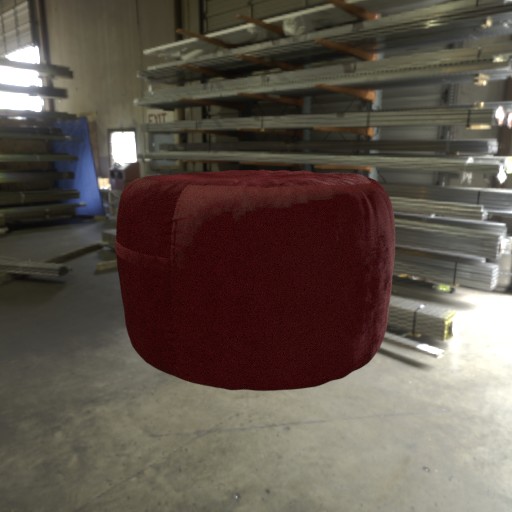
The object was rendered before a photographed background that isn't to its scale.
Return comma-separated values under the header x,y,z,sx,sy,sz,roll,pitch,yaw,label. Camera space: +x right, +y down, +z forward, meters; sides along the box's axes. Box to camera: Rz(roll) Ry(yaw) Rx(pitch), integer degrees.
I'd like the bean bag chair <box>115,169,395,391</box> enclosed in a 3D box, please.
x,y,z,sx,sy,sz,roll,pitch,yaw,label
0.000,0.000,2.045,1.219,0.762,1.219,0,13,0,bean bag chair
